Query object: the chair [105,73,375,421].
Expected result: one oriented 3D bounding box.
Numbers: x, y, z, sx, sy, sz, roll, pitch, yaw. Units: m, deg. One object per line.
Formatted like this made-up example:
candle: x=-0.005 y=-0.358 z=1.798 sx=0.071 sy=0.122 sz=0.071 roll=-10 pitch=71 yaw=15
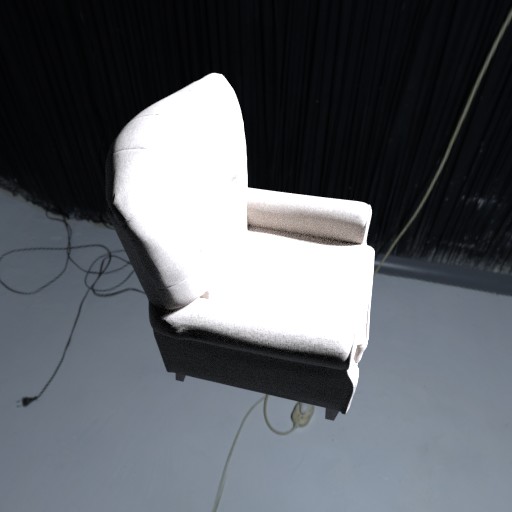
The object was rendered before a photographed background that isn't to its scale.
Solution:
chair: x=0.000 y=0.000 z=1.909 sx=1.025 sy=1.209 sz=0.942 roll=10 pitch=47 yaw=10
